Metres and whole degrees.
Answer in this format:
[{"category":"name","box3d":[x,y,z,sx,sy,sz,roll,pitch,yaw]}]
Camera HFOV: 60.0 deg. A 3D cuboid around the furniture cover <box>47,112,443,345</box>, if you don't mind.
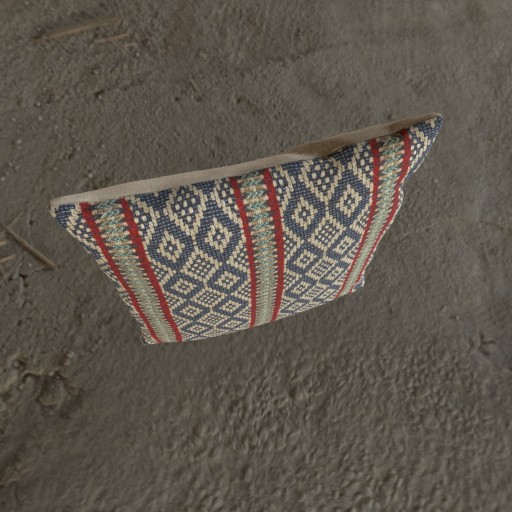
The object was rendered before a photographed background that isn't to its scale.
[{"category":"furniture cover","box3d":[0.000,0.000,0.647,0.431,0.431,0.139,-15,63,-8]}]
